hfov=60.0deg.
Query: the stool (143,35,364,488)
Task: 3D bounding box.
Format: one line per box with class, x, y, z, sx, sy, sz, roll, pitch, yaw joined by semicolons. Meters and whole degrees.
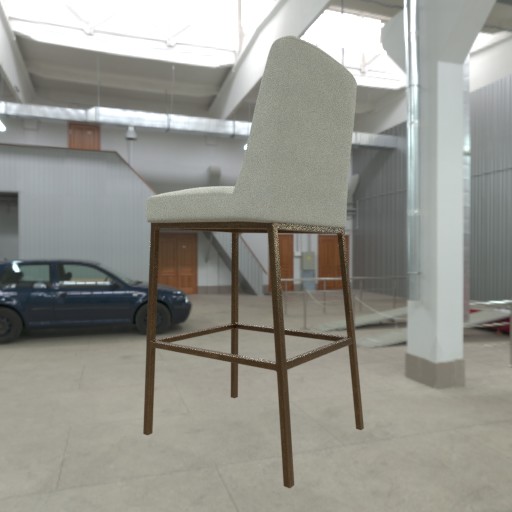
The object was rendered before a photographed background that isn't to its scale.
stool;0.000;0.000;1.366;0.546;1.084;0.462;0;1;36
